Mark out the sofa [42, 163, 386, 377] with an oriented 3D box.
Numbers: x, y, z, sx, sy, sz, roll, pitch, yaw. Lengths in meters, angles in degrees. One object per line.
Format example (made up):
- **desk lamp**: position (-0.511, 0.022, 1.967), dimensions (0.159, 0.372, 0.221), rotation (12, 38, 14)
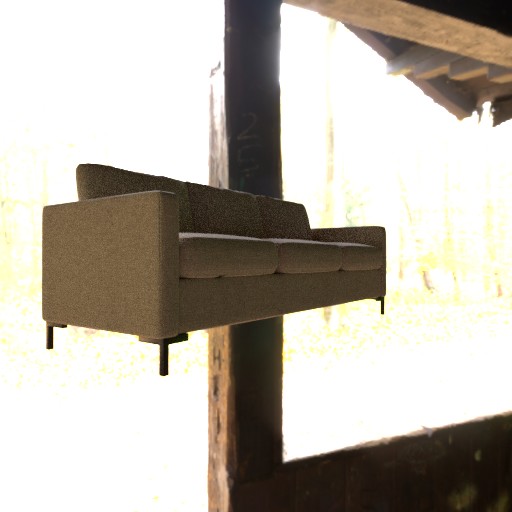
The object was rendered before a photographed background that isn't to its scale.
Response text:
- **sofa**: position (0.000, 0.000, 2.689), dimensions (0.859, 0.874, 2.218), rotation (0, 0, 36)
